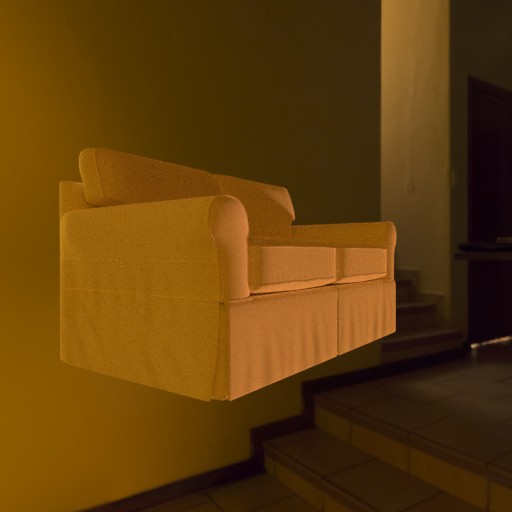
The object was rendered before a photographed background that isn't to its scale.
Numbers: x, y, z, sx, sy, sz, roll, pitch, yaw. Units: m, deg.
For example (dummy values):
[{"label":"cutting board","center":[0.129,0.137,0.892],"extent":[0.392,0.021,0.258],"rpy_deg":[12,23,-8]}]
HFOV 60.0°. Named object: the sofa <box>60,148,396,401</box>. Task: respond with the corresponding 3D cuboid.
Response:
[{"label":"sofa","center":[0.000,0.000,2.335],"extent":[0.991,0.940,1.727],"rpy_deg":[0,0,36]}]
